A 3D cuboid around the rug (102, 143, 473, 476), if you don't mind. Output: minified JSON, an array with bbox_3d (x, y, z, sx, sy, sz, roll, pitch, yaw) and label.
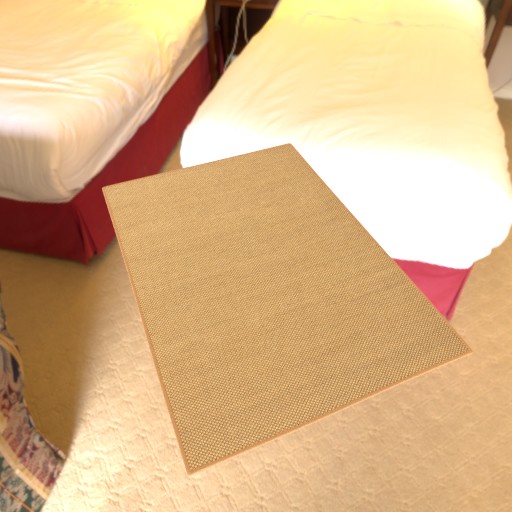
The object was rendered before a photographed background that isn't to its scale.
[{"bbox_3d":[0.000,0.000,2.734,1.524,0.013,2.134,-17,49,-16],"label":"rug"}]
